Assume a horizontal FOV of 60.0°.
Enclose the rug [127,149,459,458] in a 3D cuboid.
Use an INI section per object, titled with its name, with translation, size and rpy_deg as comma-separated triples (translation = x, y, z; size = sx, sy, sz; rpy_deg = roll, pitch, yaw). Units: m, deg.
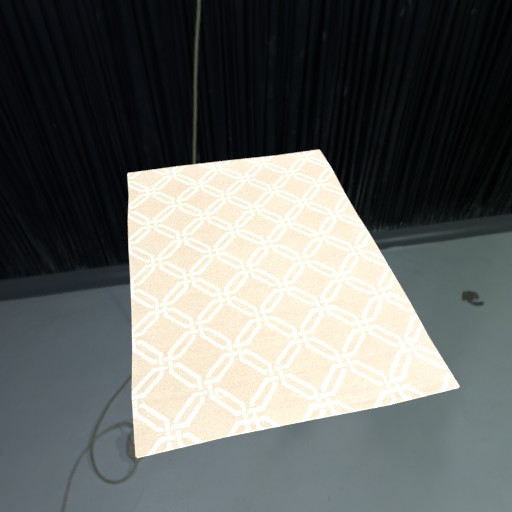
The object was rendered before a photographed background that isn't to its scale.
[rug]
translation = 0.000, 0.000, 2.706
size = 1.524, 0.013, 2.135
rpy_deg = -9, 46, -9
